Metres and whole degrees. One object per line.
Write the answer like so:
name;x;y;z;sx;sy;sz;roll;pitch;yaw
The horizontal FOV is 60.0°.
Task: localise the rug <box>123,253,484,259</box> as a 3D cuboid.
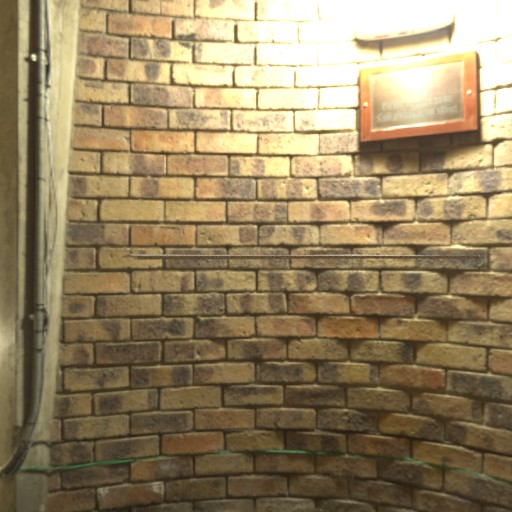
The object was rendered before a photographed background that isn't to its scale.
rug;0.000;0.000;4.916;2.757;0.051;3.626;0;0;-18
